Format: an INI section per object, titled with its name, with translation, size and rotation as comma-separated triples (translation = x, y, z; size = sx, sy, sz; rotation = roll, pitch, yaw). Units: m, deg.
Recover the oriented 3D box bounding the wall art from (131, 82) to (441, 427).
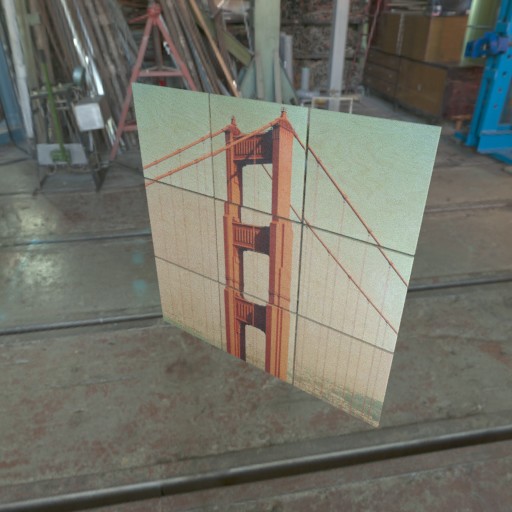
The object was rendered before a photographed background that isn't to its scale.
[wall art]
translation = 0.000, 0.000, 2.253
size = 1.517, 1.523, 0.013
rotation = 19, 36, 29
